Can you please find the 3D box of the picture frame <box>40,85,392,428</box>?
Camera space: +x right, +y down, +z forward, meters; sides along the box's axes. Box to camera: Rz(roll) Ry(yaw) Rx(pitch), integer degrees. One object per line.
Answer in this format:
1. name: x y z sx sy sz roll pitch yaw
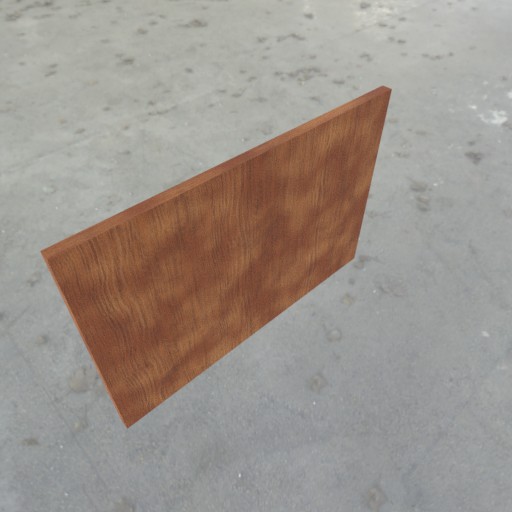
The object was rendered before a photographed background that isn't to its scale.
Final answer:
1. picture frame: 0.000 0.000 1.187 0.950 0.640 0.029 -33 53 -28
